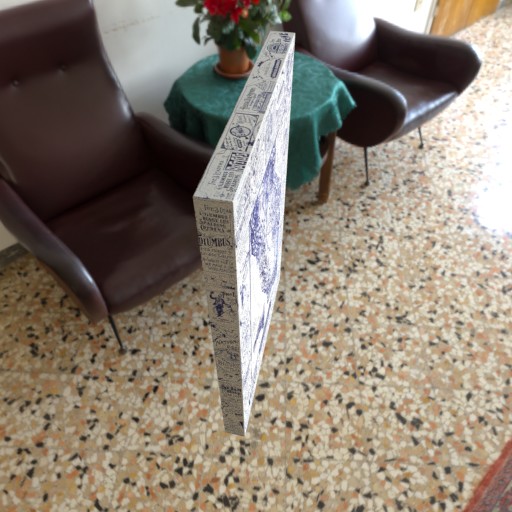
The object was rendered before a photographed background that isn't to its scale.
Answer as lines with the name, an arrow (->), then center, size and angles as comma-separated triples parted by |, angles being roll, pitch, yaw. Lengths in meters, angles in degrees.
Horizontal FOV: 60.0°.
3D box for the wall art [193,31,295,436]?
wall art -> 0.000, 0.000, 0.779 | 0.040, 0.601, 0.408 | 9, 48, 8
